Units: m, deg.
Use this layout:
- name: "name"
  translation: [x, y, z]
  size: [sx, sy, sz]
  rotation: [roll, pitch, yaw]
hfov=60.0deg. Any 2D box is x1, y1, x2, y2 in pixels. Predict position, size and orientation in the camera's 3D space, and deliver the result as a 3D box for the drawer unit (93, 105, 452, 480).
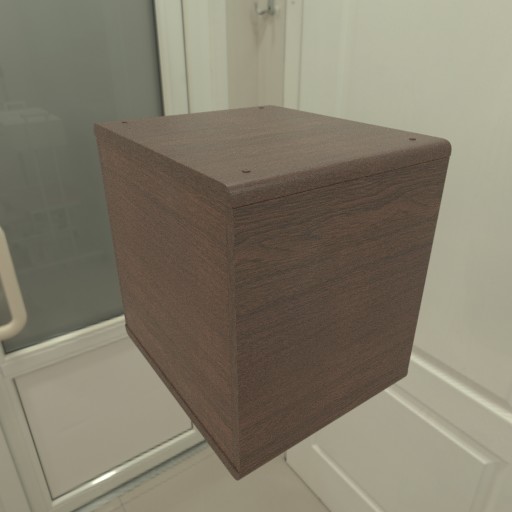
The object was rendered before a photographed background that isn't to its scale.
- name: "drawer unit"
  translation: [0.000, 0.000, 0.614]
  size: [0.290, 0.344, 0.344]
  rotation: [-18, 32, -31]
